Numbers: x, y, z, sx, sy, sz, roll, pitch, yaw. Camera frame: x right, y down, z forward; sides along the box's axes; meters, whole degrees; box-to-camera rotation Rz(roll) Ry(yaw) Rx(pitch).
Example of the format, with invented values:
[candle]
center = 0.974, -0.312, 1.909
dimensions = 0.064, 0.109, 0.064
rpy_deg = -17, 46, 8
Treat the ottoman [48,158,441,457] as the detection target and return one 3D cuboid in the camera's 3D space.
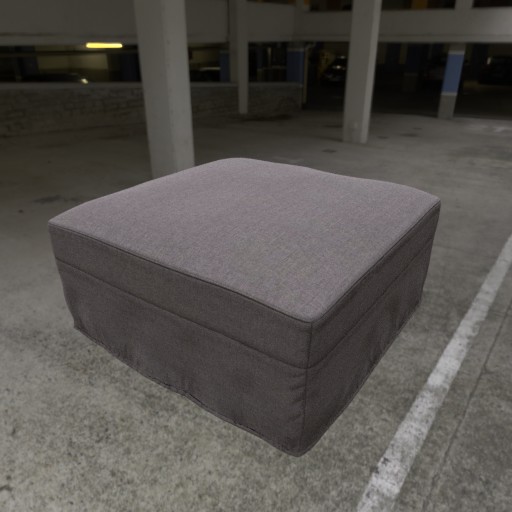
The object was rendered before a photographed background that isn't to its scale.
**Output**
[ottoman]
center = 0.000, 0.000, 1.344
dimensions = 0.843, 0.436, 0.840
rpy_deg = 18, 31, 31
